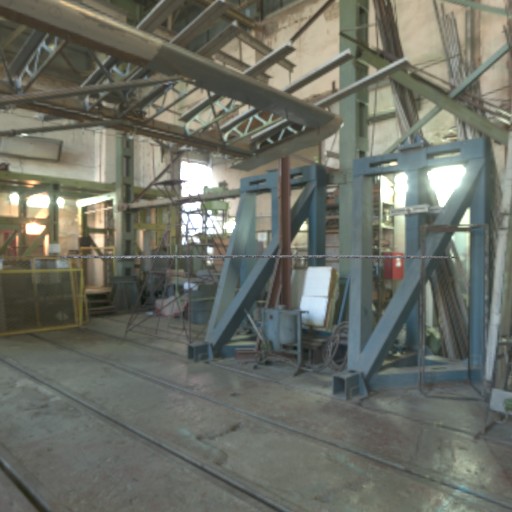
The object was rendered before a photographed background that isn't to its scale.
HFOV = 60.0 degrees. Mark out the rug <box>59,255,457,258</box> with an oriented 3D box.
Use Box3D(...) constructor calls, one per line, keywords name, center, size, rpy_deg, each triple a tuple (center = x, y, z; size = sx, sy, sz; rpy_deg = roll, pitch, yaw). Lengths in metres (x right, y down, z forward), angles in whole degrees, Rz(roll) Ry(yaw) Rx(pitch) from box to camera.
Box3D(name="rug", center=(0.000, 0.000, 5.303), size=(2.997, 0.020, 4.093), rpy_deg=(0, 0, -1))
